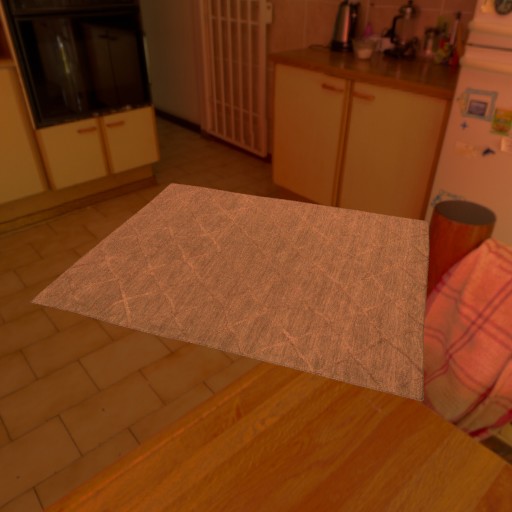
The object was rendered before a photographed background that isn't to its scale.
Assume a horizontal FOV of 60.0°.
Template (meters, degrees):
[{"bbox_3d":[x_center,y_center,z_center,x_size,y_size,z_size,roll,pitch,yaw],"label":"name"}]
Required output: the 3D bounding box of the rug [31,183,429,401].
[{"bbox_3d":[0.000,0.000,4.120,3.048,0.013,2.438,11,35,15],"label":"rug"}]
